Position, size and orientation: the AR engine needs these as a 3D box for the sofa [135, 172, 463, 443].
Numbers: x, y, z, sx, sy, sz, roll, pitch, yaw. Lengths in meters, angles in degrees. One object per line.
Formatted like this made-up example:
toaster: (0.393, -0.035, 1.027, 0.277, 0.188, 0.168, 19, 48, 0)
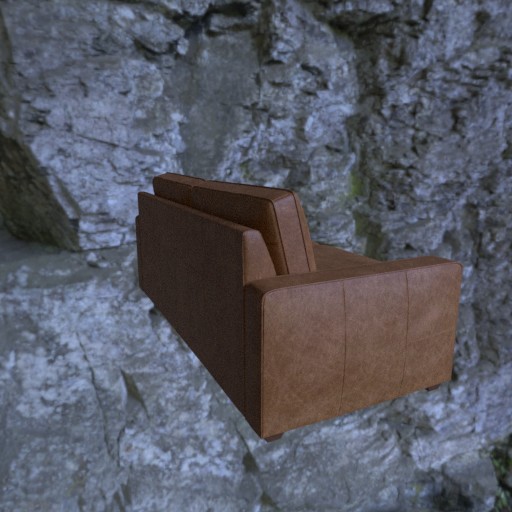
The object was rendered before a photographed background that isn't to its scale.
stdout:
sofa: (0.000, 0.000, 2.631, 0.991, 0.928, 2.156, -6, 15, -25)
